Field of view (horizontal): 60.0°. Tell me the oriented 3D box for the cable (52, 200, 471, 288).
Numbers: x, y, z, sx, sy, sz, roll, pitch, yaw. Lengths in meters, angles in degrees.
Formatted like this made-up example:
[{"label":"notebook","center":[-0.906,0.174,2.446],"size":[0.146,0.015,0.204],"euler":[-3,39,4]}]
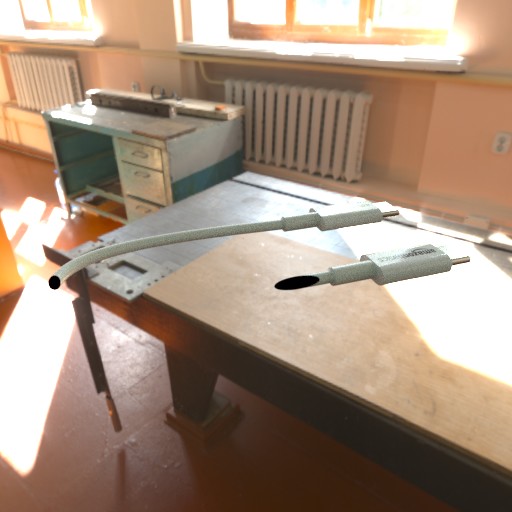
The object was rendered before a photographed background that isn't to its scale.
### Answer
[{"label":"cable","center":[0.000,0.000,0.111],"size":[0.098,0.005,0.041],"euler":[-9,31,-16]}]
